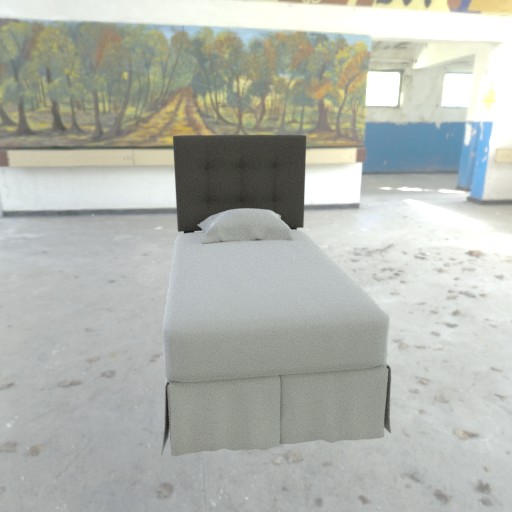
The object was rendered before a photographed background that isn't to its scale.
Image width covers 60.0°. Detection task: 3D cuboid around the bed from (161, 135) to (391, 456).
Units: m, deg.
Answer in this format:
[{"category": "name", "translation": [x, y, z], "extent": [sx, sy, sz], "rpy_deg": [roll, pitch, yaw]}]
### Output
[{"category": "bed", "translation": [0.000, 0.000, 3.077], "extent": [1.261, 1.571, 1.997], "rpy_deg": [-2, 17, -8]}]
